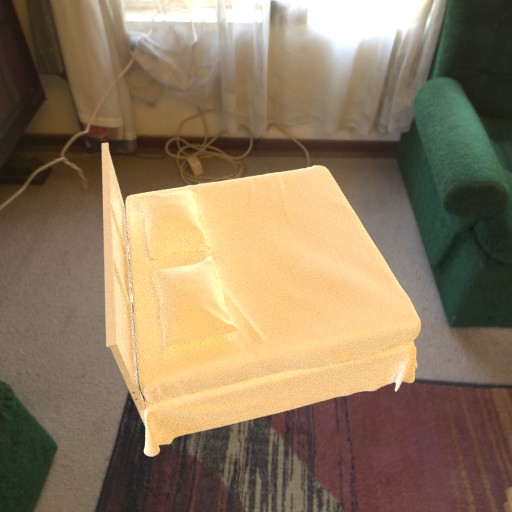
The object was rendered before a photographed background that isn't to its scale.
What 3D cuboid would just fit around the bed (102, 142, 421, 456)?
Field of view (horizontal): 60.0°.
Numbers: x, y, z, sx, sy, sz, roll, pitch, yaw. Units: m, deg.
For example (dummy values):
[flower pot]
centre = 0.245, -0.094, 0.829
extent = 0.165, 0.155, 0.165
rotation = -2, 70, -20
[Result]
[bed]
centre = 0.000, 0.000, 3.656
extent = 2.215, 1.273, 2.317
rotation = -10, 47, -10
